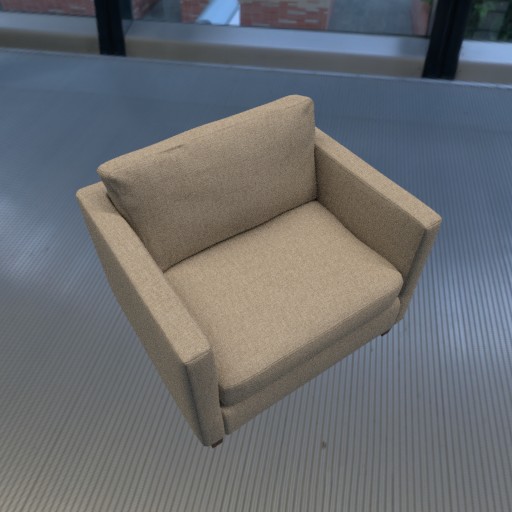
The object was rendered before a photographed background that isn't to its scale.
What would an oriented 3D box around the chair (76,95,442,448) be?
[{"bbox_3d":[0.000,0.000,1.876,1.107,0.961,0.959,-26,53,-22],"label":"chair"}]
